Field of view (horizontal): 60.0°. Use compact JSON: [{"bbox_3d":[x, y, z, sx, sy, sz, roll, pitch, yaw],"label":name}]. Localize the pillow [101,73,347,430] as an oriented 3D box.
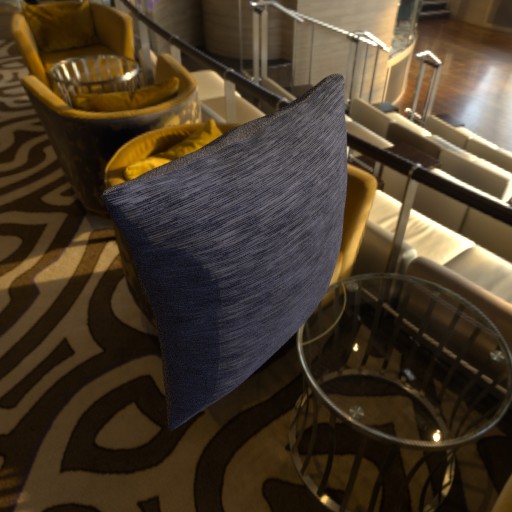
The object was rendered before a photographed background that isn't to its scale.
[{"bbox_3d":[0.000,0.000,0.681,0.204,0.439,0.452,27,47,28],"label":"pillow"}]
